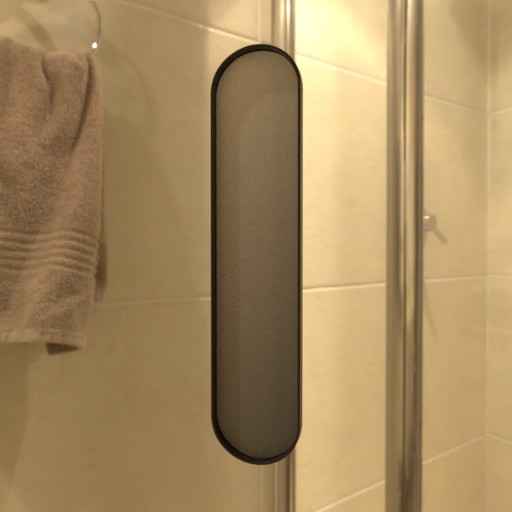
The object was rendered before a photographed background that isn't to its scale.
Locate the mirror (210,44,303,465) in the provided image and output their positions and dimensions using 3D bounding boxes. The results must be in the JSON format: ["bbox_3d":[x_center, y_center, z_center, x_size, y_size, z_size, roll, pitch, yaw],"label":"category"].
[{"bbox_3d":[0.000,0.000,1.059,0.222,0.991,0.032,0,1,18],"label":"mirror"}]
